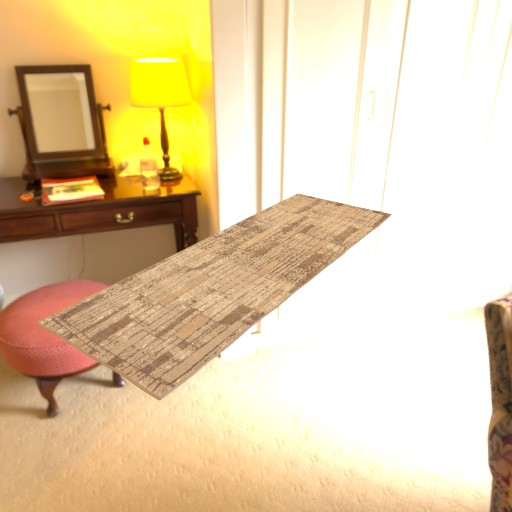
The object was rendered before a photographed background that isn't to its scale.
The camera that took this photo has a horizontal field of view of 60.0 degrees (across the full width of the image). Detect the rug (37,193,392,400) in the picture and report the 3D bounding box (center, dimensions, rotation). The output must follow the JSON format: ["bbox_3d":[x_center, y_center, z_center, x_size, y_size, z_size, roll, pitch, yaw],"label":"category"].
[{"bbox_3d":[0.000,0.000,2.741,0.857,0.018,2.383,18,32,32],"label":"rug"}]
